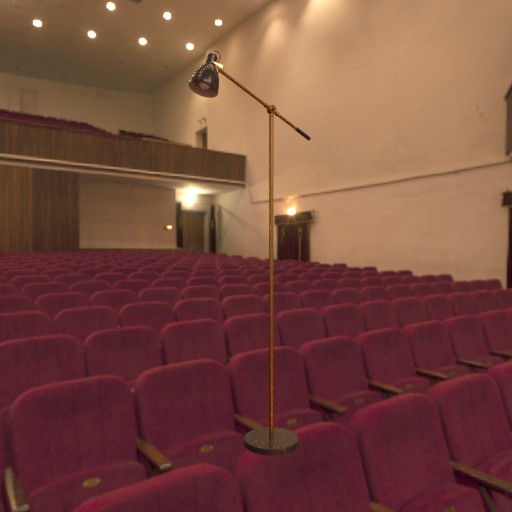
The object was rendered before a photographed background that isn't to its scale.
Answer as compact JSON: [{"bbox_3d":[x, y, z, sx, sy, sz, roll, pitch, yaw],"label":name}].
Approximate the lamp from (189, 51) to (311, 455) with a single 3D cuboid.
[{"bbox_3d":[0.000,0.000,1.874,0.618,1.628,0.235,0,0,-36],"label":"lamp"}]
